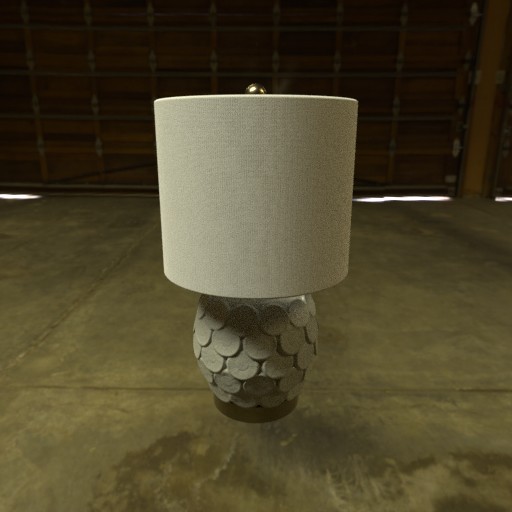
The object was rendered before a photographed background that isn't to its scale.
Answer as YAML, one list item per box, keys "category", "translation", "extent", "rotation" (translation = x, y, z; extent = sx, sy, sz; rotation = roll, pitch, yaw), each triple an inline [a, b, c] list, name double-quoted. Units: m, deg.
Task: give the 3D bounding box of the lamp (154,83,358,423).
- category: "lamp"
  translation: [0.000, 0.000, 0.621]
  extent: [0.254, 0.452, 0.254]
  rotation: [0, 16, 0]
